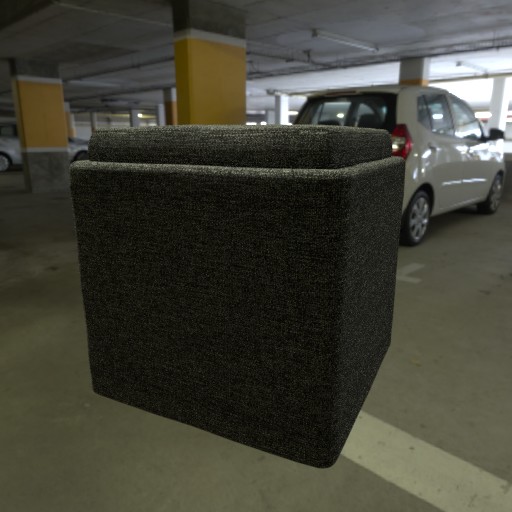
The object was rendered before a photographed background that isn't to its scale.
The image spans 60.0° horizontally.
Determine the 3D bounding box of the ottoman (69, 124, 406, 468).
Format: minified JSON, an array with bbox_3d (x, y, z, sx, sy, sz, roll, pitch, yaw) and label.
[{"bbox_3d":[0.000,0.000,0.819,0.450,0.463,0.450,7,17,26],"label":"ottoman"}]
